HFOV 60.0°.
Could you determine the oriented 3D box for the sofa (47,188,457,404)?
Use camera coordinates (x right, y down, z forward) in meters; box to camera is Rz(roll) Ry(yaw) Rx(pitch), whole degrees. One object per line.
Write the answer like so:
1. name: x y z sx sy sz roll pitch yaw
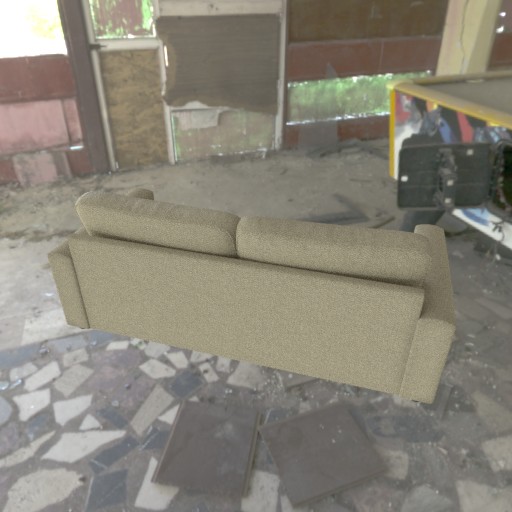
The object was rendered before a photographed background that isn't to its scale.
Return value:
1. sofa: 0.000 0.000 2.712 2.179 0.873 1.016 9 33 14
